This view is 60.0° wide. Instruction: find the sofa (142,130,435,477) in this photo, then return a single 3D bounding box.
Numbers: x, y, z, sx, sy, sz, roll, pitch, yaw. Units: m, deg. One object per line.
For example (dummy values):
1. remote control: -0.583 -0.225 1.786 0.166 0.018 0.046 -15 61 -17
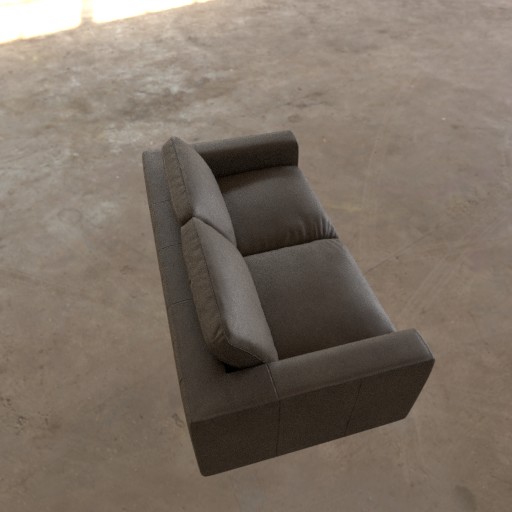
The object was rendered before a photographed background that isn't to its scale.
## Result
1. sofa: 0.000 0.000 2.489 1.070 0.800 1.920 -11 47 -11
